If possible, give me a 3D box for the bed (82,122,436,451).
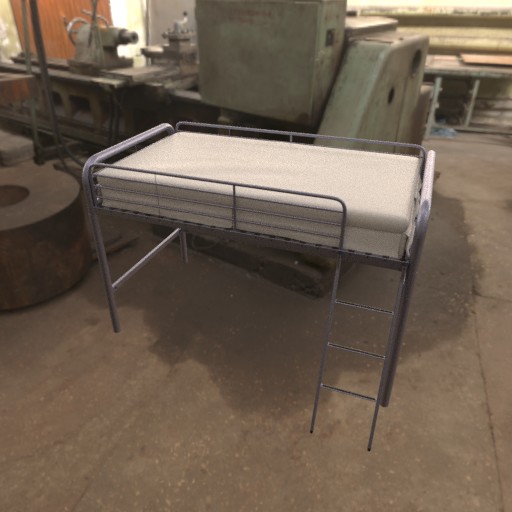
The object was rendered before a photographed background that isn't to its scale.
[{"bbox_3d":[0.000,0.000,2.916,1.965,1.288,1.415,11,32,18],"label":"bed"}]
